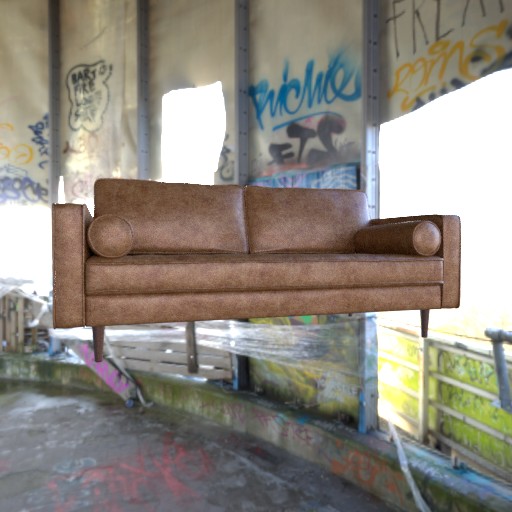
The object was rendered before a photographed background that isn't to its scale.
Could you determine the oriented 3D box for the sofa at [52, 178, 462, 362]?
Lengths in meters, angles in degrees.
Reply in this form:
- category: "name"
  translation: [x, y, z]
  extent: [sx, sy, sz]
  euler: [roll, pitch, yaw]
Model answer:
- category: "sofa"
  translation: [0.000, 0.000, 2.360]
  extent: [1.920, 0.825, 0.924]
  euler: [0, 1, -18]
